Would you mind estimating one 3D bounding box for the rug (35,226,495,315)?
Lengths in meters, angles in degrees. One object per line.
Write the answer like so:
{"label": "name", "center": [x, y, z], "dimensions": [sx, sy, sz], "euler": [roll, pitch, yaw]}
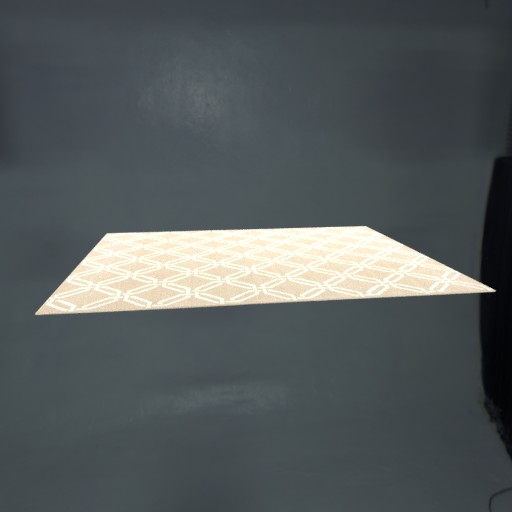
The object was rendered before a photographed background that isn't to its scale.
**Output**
{"label": "rug", "center": [0.000, 0.000, 3.840], "dimensions": [2.895, 0.018, 2.288], "euler": [-2, 15, -8]}
